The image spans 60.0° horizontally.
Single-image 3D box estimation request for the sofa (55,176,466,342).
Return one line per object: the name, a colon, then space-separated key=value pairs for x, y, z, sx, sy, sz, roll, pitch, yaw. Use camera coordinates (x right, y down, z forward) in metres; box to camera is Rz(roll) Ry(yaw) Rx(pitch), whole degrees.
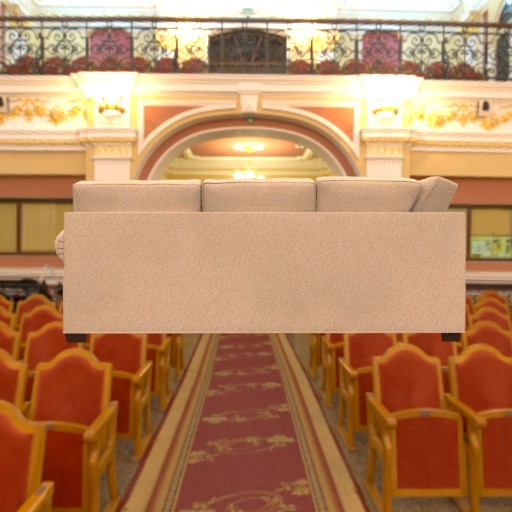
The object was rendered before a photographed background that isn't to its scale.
sofa: x=0.000 y=0.000 z=3.948 sx=2.569 sy=1.054 sz=2.487 roll=0 pitch=0 yaw=-1
